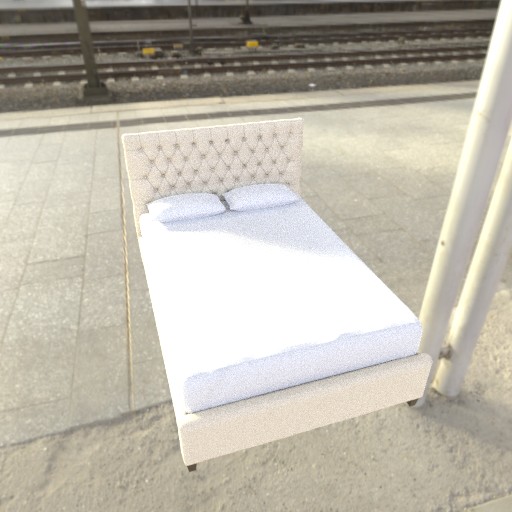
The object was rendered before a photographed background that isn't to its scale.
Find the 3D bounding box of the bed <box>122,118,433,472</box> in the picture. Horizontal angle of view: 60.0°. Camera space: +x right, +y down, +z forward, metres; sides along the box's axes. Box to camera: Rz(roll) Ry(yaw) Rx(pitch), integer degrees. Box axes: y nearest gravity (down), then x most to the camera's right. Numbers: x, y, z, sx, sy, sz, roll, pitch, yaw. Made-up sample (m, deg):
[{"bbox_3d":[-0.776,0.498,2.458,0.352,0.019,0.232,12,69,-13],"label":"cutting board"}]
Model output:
[{"bbox_3d":[0.000,0.000,3.485,1.698,1.427,2.387,-10,34,-15],"label":"bed"}]
